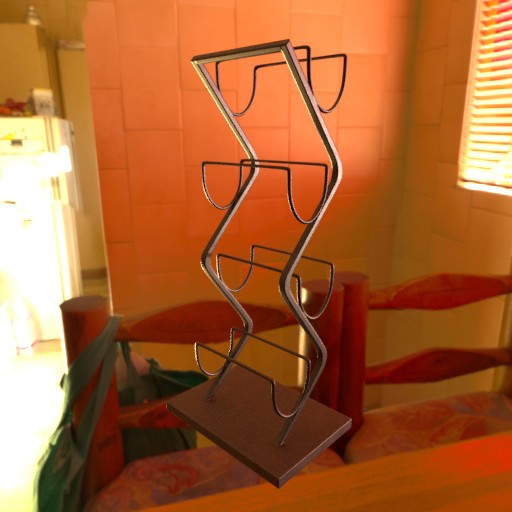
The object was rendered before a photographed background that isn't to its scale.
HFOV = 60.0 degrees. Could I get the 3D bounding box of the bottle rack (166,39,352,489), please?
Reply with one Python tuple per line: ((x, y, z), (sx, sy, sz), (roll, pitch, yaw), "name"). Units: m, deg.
((0.000, 0.000, 0.659), (0.254, 0.559, 0.178), (14, 21, 42), "bottle rack")
